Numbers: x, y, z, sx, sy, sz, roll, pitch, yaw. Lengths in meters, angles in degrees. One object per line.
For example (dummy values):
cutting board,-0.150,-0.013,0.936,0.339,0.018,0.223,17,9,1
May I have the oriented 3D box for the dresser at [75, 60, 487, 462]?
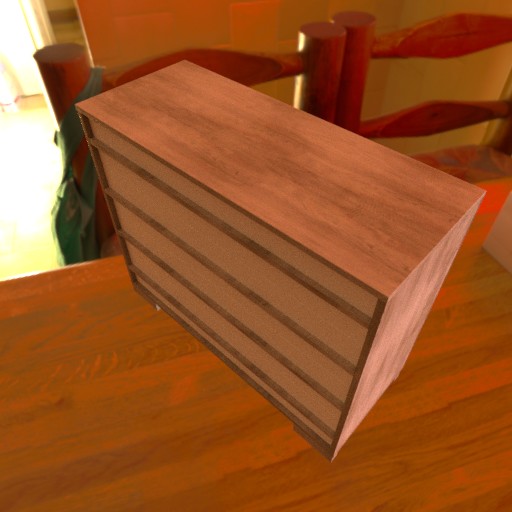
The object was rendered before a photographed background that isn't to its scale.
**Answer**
dresser,0.000,0.000,1.388,0.994,0.816,0.404,34,55,28
